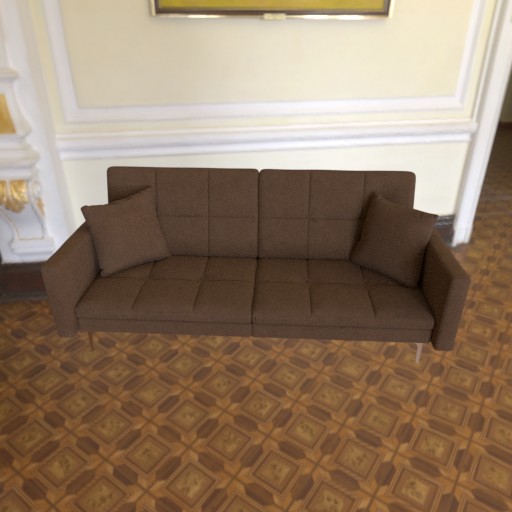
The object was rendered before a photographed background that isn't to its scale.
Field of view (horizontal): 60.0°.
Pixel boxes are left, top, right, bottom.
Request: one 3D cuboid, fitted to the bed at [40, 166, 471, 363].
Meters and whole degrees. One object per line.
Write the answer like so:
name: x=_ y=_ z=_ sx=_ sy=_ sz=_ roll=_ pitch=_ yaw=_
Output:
bed: x=0.000 y=0.000 z=2.395 sx=1.905 sy=0.787 sz=0.889 roll=1 pitch=29 yaw=3
